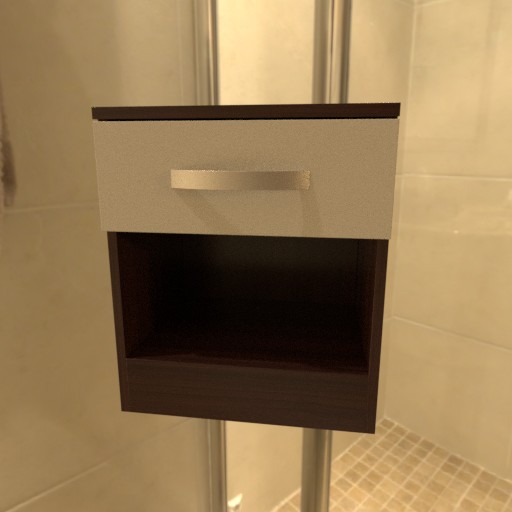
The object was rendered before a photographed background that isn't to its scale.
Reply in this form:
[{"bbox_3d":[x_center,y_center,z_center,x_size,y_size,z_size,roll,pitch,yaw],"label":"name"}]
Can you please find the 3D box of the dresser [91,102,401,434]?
[{"bbox_3d":[0.000,0.000,0.767,0.400,0.470,0.360,2,14,8],"label":"dresser"}]
